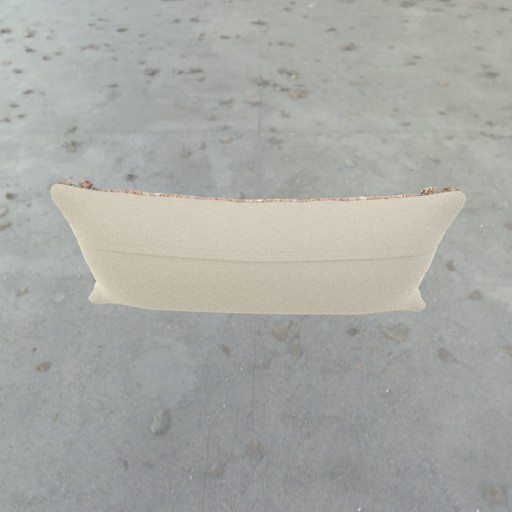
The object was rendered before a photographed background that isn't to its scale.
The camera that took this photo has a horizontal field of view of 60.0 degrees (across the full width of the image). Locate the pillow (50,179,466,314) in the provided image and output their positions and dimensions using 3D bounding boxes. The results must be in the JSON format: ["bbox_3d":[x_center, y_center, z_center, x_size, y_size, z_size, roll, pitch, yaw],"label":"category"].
[{"bbox_3d":[0.000,0.000,0.741,0.635,0.282,0.139,1,45,1],"label":"pillow"}]
